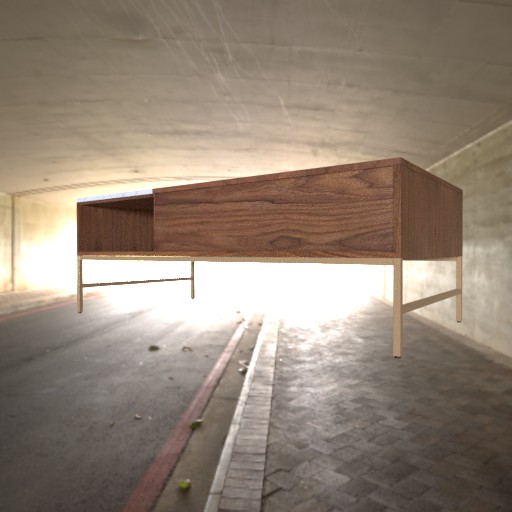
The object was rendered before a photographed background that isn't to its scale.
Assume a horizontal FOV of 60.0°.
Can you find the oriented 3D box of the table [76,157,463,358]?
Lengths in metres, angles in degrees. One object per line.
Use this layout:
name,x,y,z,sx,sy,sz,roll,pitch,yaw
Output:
table,0.000,0.000,1.986,1.553,0.551,0.789,0,1,36
